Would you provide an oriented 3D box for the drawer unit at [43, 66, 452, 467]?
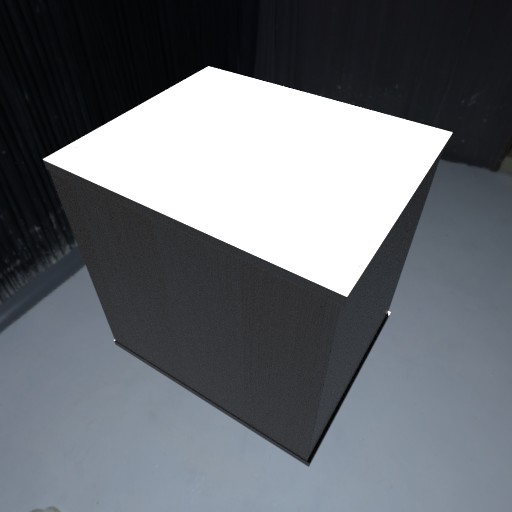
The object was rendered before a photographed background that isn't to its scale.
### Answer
[{"bbox_3d":[0.000,0.000,0.608,0.349,0.344,0.290,24,50,23],"label":"drawer unit"}]
